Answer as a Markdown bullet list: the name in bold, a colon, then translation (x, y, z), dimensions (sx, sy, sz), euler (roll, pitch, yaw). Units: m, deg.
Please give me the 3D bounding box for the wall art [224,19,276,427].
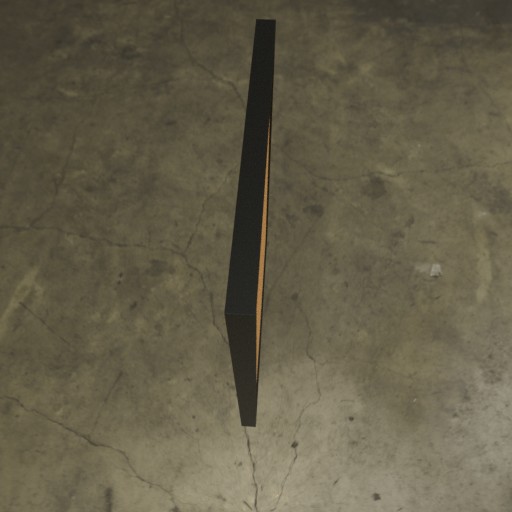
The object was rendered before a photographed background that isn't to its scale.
- **wall art**: translation (0.000, 0.000, 0.758), dimensions (0.029, 0.559, 0.457), euler (3, 59, 2)
